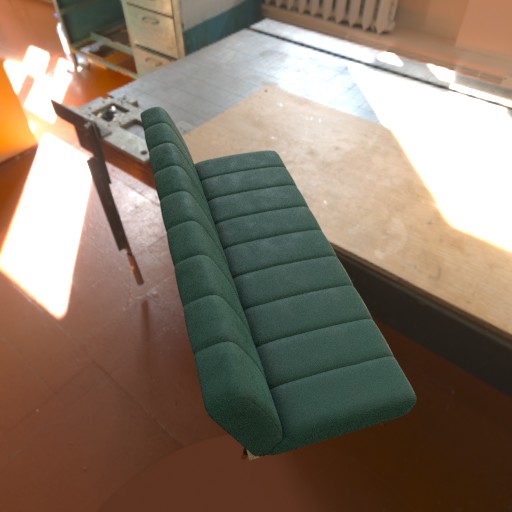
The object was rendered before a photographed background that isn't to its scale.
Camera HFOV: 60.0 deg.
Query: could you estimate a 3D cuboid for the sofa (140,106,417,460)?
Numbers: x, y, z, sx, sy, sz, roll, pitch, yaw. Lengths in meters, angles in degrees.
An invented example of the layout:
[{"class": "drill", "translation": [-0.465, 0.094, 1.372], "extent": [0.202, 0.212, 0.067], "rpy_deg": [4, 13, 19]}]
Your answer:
[{"class": "sofa", "translation": [0.000, 0.000, 2.227], "extent": [0.830, 0.820, 1.810], "rpy_deg": [-12, 48, -11]}]
